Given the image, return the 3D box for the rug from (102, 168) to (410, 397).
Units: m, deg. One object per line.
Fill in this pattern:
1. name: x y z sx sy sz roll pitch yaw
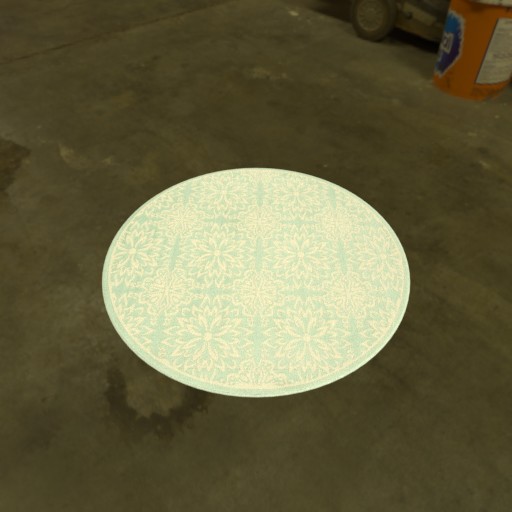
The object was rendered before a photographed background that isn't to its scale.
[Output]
1. rug: 0.000 0.000 2.356 1.593 0.012 1.593 0 46 0
